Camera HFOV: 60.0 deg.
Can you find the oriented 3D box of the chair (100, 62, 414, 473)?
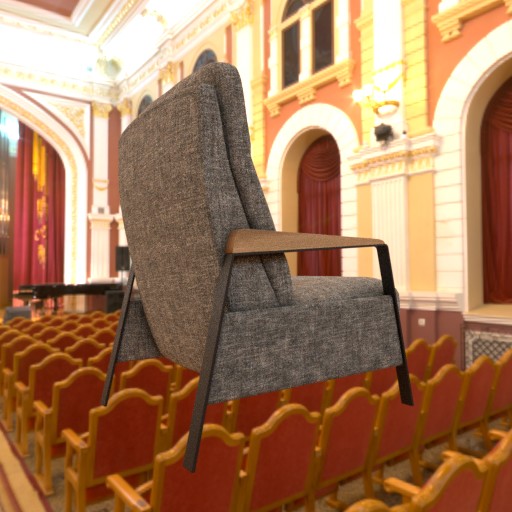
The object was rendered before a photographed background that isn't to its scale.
[{"bbox_3d":[0.000,0.000,1.568,0.868,1.042,0.671,2,-3,-37],"label":"chair"}]
